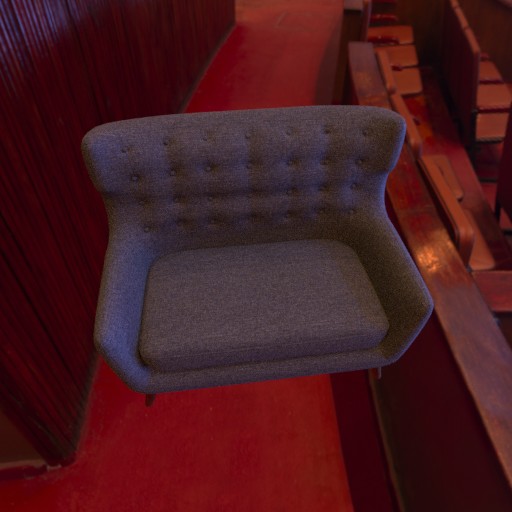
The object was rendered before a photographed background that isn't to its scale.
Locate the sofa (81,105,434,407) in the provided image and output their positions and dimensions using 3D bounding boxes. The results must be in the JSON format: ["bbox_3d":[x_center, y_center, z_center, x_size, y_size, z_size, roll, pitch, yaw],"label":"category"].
[{"bbox_3d":[0.000,0.000,2.002,1.358,1.028,0.874,-5,45,-5],"label":"sofa"}]
